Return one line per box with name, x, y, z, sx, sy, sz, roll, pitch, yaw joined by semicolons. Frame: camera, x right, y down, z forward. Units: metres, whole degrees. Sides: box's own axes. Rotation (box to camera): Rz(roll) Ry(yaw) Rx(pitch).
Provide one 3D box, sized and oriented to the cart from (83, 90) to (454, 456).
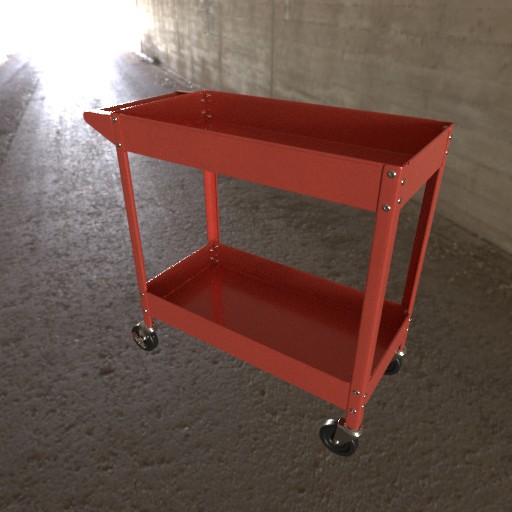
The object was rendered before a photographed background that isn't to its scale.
cart;0.000;0.000;1.155;0.779;0.719;0.366;19;35;29
